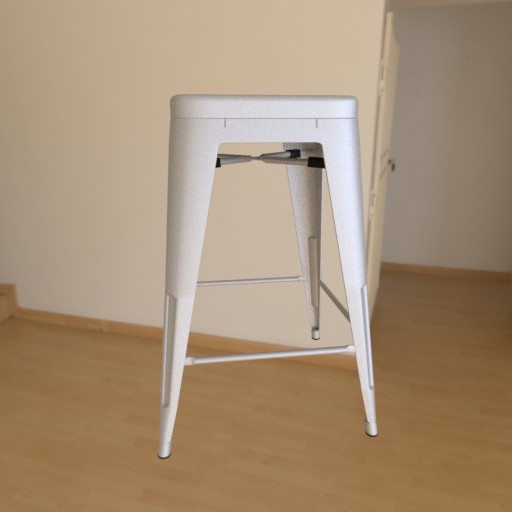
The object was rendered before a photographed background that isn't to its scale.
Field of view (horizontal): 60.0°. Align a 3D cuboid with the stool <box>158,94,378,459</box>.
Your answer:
[{"bbox_3d":[0.000,0.000,0.909,0.410,0.608,0.410,-3,17,-8],"label":"stool"}]
